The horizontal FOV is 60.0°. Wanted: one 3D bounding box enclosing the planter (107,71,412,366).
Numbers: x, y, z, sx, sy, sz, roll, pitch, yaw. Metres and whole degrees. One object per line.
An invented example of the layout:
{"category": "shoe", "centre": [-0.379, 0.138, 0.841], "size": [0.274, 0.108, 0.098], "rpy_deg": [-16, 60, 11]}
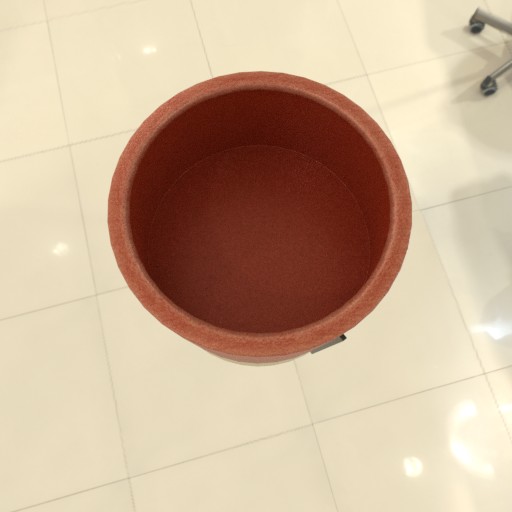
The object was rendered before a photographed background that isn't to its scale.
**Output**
{"category": "planter", "centre": [0.000, 0.000, 0.717], "size": [0.354, 0.465, 0.345], "rpy_deg": [-8, 75, -2]}
